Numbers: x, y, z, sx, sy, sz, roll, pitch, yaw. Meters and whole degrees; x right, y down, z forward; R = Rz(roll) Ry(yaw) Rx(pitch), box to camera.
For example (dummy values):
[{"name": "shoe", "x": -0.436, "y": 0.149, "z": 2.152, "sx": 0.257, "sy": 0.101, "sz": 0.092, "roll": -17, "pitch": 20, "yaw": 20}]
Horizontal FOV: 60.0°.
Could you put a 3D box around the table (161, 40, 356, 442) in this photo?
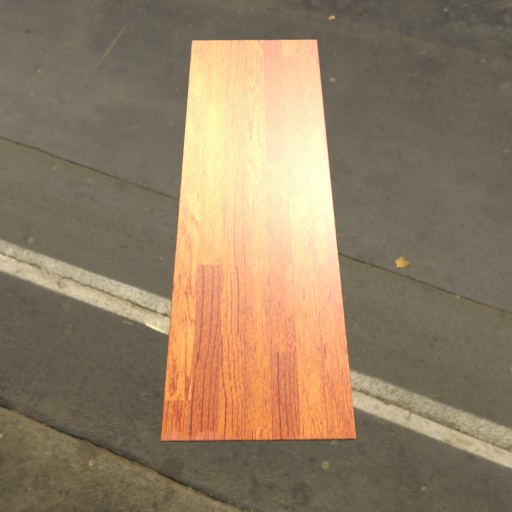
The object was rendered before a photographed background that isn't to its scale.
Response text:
[{"name": "table", "x": 0.000, "y": 0.000, "z": 1.513, "sx": 0.408, "sy": 0.740, "sz": 1.204, "roll": 0, "pitch": 64, "yaw": 0}]
